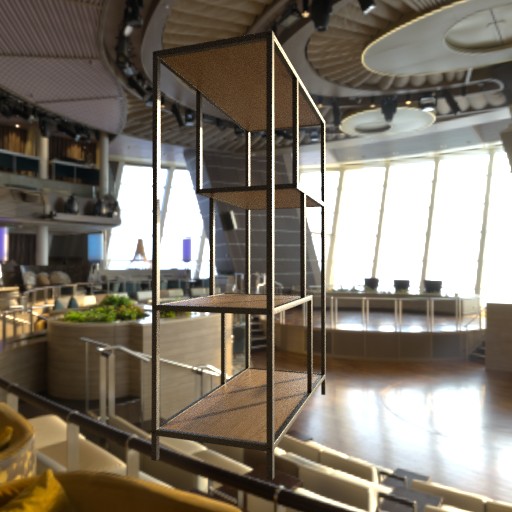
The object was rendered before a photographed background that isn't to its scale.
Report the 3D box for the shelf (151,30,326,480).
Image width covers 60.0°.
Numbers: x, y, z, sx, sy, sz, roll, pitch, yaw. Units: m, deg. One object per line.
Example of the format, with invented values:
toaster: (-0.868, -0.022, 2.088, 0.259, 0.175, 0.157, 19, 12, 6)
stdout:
shelf: (0.000, 0.000, 1.542, 0.350, 1.138, 0.770, 0, -1, 19)
